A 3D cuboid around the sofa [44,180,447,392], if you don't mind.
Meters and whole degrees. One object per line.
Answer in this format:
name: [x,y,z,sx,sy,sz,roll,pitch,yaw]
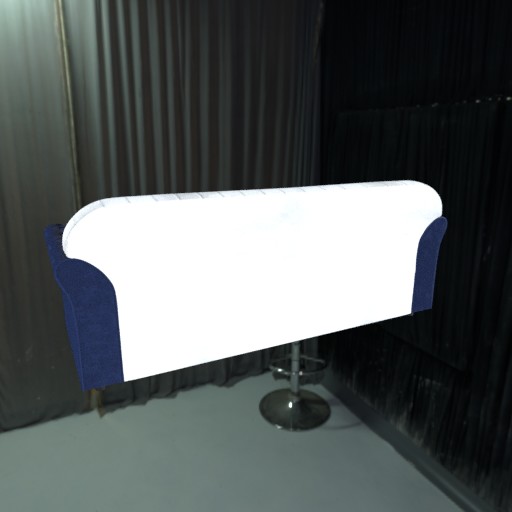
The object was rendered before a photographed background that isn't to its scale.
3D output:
sofa: [0.000,0.000,2.379,2.006,0.789,0.749,-8,17,-26]
